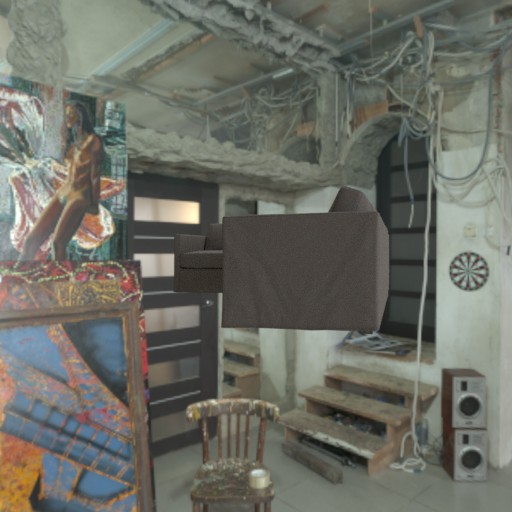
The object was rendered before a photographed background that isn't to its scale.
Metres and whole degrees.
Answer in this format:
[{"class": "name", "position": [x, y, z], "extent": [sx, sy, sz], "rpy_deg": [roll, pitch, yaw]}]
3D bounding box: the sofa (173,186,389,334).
[{"class": "sofa", "position": [0.000, 0.000, 4.291], "extent": [2.432, 0.871, 3.182], "rpy_deg": [0, 0, 18]}]
